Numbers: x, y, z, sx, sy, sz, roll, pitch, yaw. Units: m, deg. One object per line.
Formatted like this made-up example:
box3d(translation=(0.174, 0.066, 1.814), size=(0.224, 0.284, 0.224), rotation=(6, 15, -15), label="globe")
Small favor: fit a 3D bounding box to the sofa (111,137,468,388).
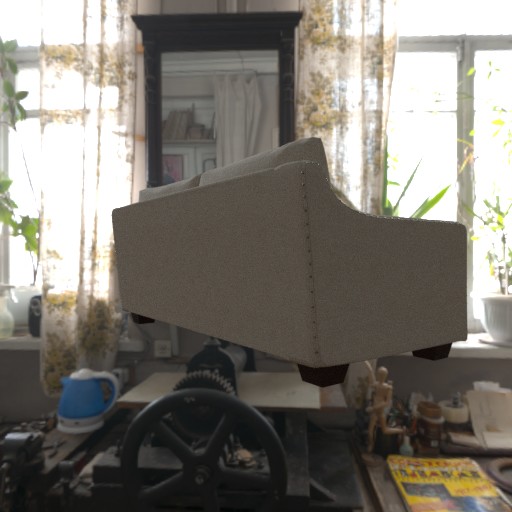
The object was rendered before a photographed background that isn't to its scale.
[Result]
box3d(translation=(0.000, 0.000, 2.701), size=(1.104, 0.983, 2.107), rotation=(0, 0, -36), label="sofa")
